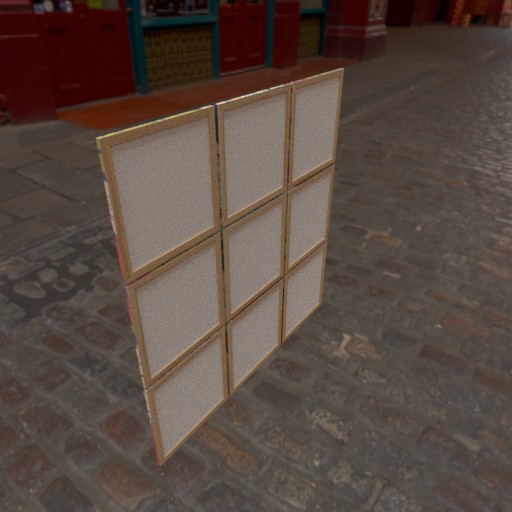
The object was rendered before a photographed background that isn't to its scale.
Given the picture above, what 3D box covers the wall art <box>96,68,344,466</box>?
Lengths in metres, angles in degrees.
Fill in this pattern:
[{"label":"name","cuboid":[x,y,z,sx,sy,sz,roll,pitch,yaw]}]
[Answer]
[{"label":"wall art","cuboid":[0.000,0.000,1.730,0.013,1.218,1.206,21,37,30]}]
